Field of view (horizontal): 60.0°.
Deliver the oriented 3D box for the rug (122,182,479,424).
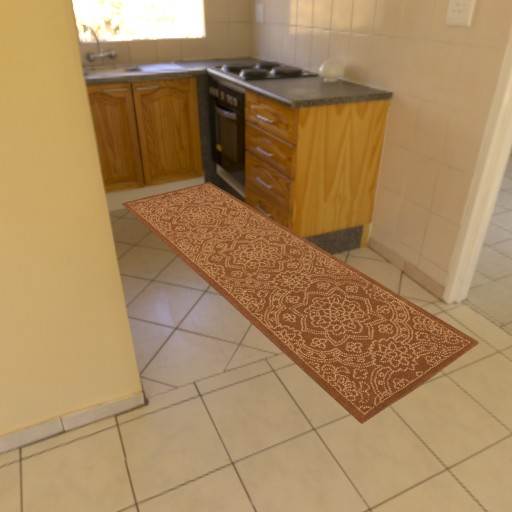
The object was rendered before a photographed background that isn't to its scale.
[{"bbox_3d":[0.000,0.000,2.678,0.769,0.012,2.448,-20,36,-30],"label":"rug"}]
